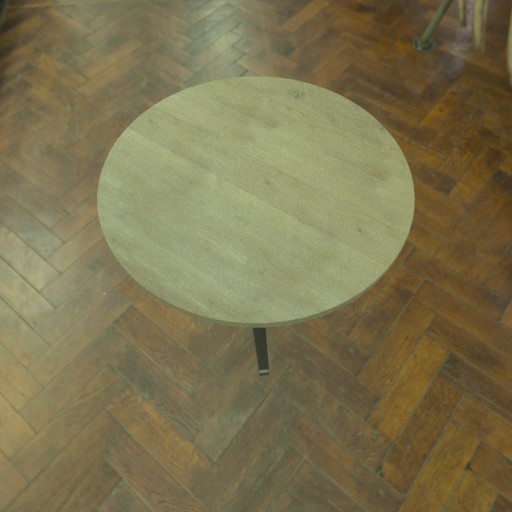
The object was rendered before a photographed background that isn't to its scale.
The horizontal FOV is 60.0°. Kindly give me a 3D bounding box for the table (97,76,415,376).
[{"bbox_3d":[0.000,0.000,1.467,0.800,0.780,0.800,0,59,0],"label":"table"}]
